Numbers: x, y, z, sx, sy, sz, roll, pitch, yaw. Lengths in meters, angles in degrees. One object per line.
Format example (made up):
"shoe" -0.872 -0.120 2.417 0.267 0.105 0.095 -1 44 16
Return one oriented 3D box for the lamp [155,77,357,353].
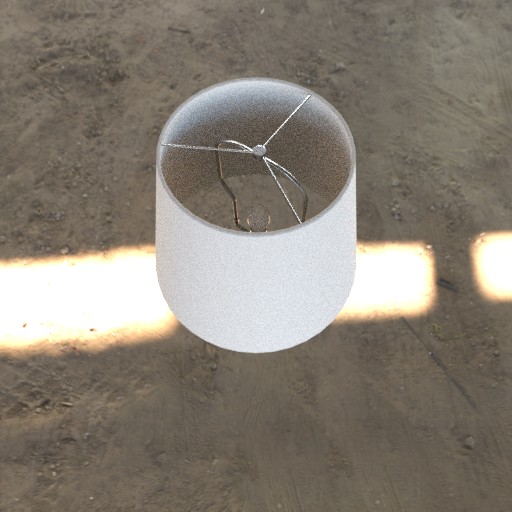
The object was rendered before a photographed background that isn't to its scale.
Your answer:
"lamp" 0.000 0.000 0.793 0.355 0.582 0.355 0 64 0
